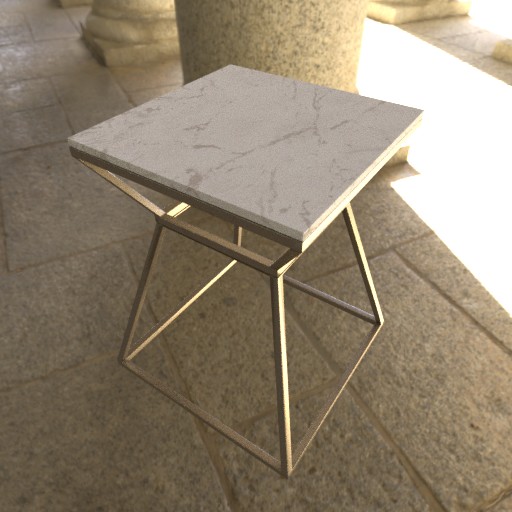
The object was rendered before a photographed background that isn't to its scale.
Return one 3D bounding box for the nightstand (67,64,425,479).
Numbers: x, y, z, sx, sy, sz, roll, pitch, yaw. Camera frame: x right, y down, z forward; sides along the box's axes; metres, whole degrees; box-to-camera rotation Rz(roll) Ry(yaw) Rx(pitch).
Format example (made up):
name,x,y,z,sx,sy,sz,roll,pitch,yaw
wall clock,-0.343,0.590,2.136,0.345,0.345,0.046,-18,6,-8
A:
name,x,y,z,sx,sy,sz,roll,pitch,yaw
nightstand,0.000,0.000,0.879,0.455,0.554,0.455,24,46,25
